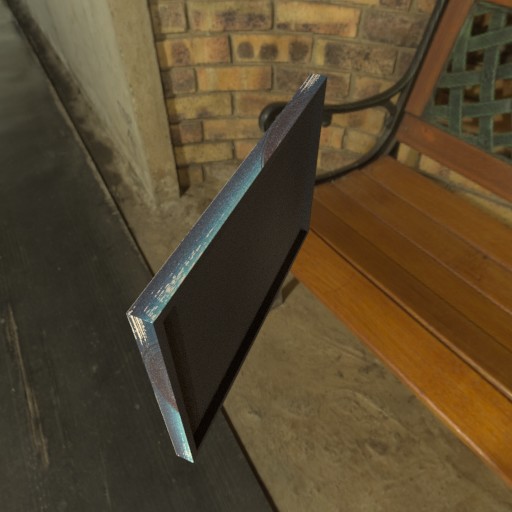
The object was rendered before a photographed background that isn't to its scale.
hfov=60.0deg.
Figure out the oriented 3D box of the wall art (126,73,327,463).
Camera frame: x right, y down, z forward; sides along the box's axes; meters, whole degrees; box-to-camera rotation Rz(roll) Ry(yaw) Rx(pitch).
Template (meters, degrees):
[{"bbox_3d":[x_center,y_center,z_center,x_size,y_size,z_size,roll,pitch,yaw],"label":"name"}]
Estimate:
[{"bbox_3d":[0.000,0.000,0.793,0.033,0.406,0.609,17,49,16],"label":"wall art"}]
